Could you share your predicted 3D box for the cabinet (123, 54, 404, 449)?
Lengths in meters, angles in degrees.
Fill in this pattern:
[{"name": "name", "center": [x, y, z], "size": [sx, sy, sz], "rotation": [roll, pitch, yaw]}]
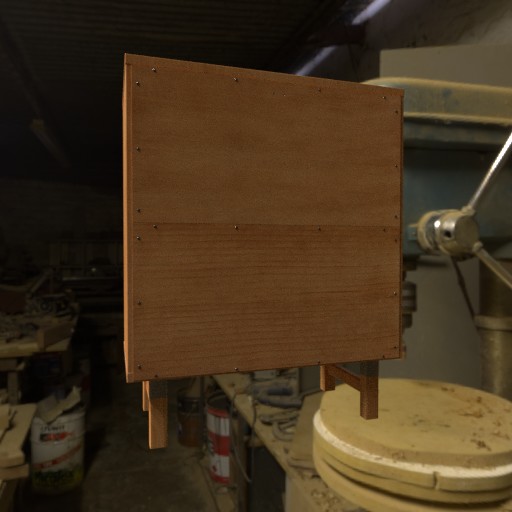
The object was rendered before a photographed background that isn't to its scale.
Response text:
[{"name": "cabinet", "center": [0.000, 0.000, 1.407], "size": [0.800, 1.001, 0.419], "rotation": [0, 1, -18]}]
